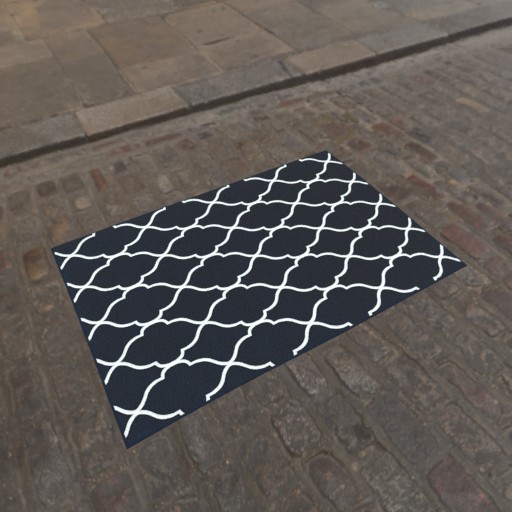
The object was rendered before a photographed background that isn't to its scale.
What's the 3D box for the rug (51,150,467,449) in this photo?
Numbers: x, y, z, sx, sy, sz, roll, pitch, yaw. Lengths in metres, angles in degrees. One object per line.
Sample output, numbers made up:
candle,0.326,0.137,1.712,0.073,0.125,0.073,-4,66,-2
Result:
rug,0.000,0.000,2.914,2.294,0.014,1.528,-23,51,-20
